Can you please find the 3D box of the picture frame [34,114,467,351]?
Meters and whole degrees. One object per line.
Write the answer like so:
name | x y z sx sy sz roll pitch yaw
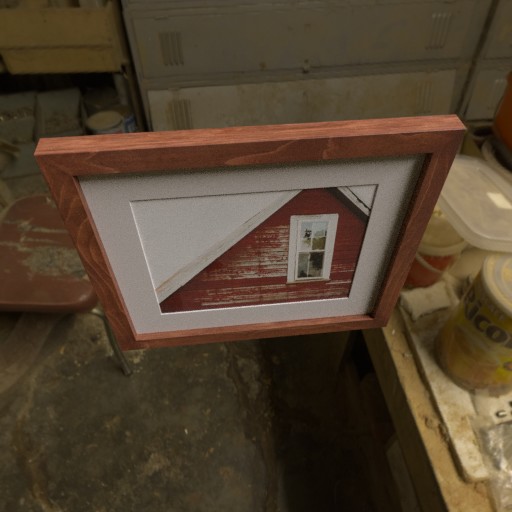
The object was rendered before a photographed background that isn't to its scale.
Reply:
picture frame | 0.000 0.000 0.520 0.381 0.330 0.025 -5 49 -4
